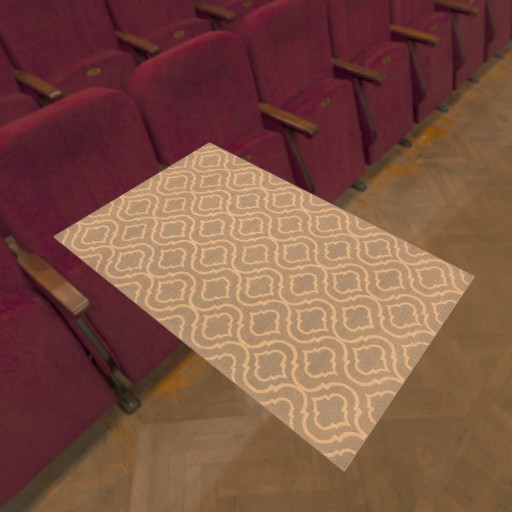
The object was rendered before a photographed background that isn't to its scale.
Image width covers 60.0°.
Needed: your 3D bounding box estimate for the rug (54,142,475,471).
[{"bbox_3d":[0.000,0.000,2.183,1.749,0.015,1.141,32,55,26],"label":"rug"}]
